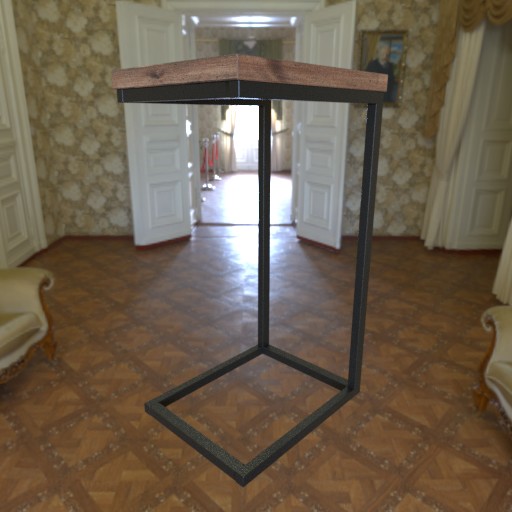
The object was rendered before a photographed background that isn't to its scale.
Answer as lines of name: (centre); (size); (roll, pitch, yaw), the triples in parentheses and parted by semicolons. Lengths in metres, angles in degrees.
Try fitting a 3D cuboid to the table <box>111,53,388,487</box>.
table: (0.000, 0.000, 0.935); (0.323, 0.718, 0.414); (16, 23, 41)
